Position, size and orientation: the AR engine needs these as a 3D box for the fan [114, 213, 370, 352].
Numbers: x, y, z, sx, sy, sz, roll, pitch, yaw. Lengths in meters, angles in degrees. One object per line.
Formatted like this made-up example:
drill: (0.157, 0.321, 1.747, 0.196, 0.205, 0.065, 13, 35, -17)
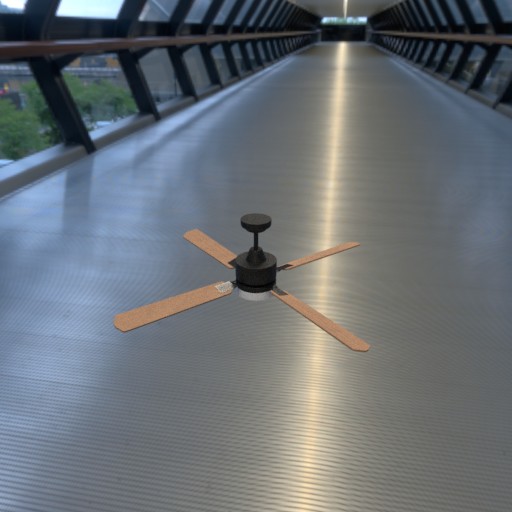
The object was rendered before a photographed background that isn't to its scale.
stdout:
fan: (0.000, 0.000, 1.978, 1.320, 0.355, 1.320, -17, 31, -32)
